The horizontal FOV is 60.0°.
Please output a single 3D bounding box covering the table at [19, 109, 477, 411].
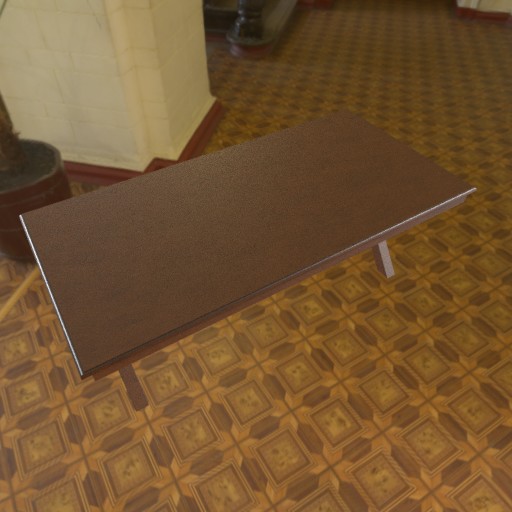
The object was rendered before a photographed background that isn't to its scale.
[{"bbox_3d":[0.000,0.000,1.446,1.197,0.459,0.594,-24,50,-22],"label":"table"}]
